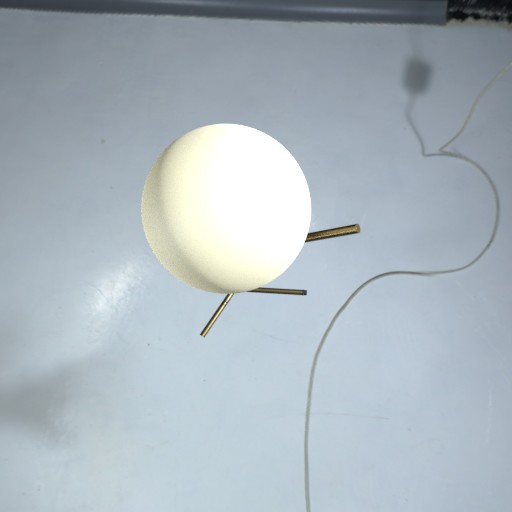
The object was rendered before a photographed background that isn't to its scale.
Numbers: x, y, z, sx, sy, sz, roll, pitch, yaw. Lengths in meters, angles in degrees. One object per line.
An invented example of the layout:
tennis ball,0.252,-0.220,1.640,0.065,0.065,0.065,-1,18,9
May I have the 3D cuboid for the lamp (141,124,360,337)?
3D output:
lamp,0.000,0.000,0.671,0.251,0.552,0.210,3,75,1
